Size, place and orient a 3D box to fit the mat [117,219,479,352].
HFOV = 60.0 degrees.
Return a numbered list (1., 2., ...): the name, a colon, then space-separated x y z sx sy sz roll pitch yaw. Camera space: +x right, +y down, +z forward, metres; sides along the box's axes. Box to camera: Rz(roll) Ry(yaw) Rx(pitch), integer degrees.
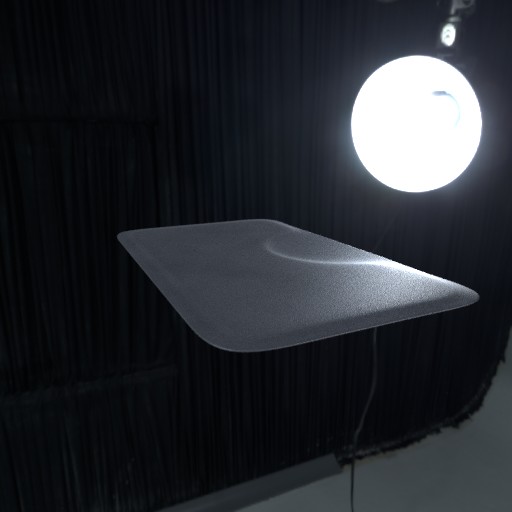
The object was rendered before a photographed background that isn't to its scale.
1. mat: 0.000 0.000 1.829 0.918 0.013 1.524 -7 17 -25
